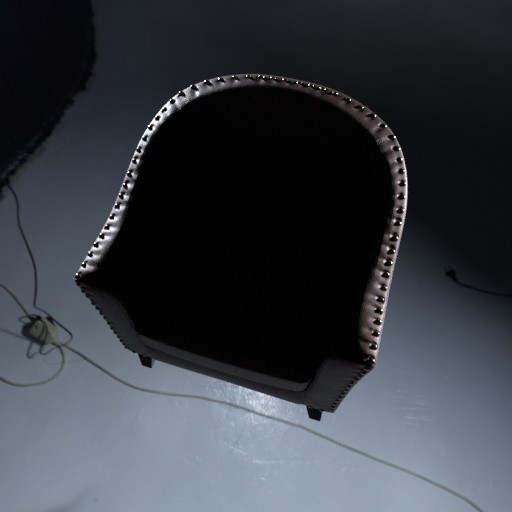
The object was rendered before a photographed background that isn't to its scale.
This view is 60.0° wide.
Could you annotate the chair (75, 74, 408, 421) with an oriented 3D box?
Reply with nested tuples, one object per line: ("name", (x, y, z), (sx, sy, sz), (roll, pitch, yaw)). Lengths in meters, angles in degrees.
("chair", (0.000, 0.000, 1.438), (0.794, 0.823, 0.748), (15, 59, 9))
